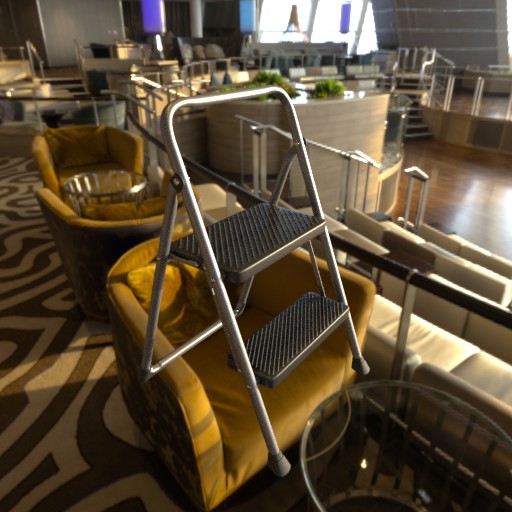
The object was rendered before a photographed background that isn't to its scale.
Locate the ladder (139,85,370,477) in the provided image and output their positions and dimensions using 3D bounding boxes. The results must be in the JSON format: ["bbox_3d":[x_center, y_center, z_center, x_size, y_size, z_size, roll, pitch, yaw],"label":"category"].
[{"bbox_3d":[0.000,0.000,1.036,0.472,0.720,0.430,19,32,33],"label":"ladder"}]
